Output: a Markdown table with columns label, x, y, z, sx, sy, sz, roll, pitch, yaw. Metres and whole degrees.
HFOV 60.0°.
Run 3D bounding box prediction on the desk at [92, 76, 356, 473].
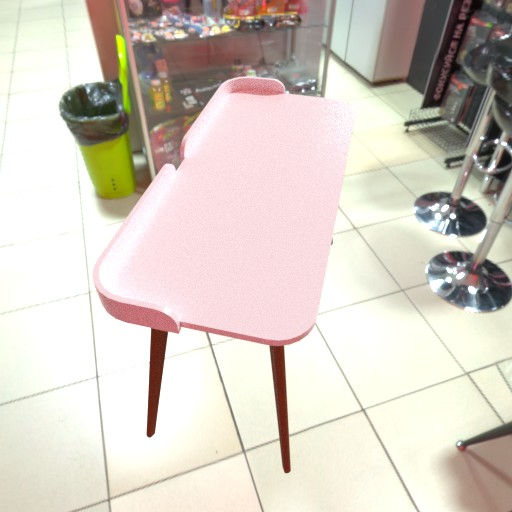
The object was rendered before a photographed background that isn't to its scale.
| label | x | y | z | sx | sy | sz | roll | pitch | yaw |
| --- | --- | --- | --- | --- | --- | --- | --- | --- | --- |
| desk | 0.000 | 0.000 | 1.636 | 0.534 | 0.807 | 1.206 | 10 | 46 | 10 |
